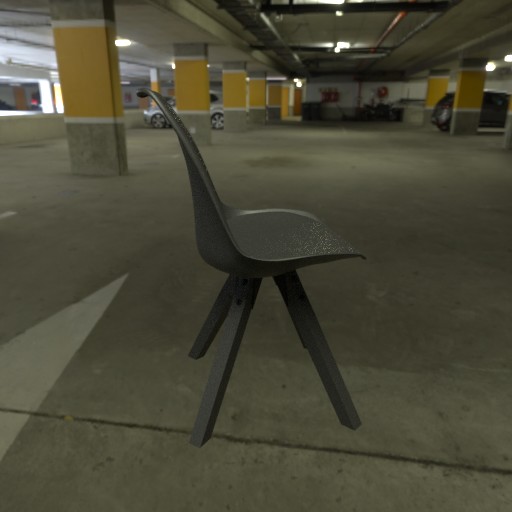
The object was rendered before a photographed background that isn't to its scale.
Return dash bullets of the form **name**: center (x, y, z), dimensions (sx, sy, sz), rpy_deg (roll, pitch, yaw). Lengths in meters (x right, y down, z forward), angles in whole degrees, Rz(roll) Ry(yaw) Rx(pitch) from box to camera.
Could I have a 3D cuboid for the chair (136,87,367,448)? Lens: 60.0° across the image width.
- **chair**: center (0.000, 0.000, 1.209), dimensions (0.550, 0.850, 0.485), rpy_deg (-3, 19, -8)
